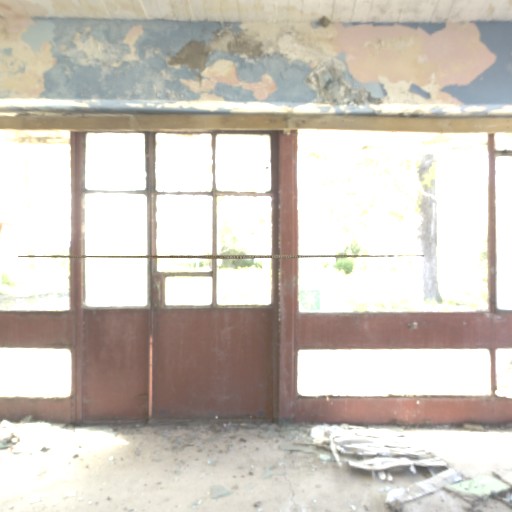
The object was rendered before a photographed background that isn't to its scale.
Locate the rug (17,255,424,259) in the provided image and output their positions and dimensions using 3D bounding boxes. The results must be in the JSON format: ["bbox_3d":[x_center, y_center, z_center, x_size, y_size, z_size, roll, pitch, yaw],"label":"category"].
[{"bbox_3d":[0.000,0.000,3.005,1.533,0.011,2.439,0,0,37],"label":"rug"}]
